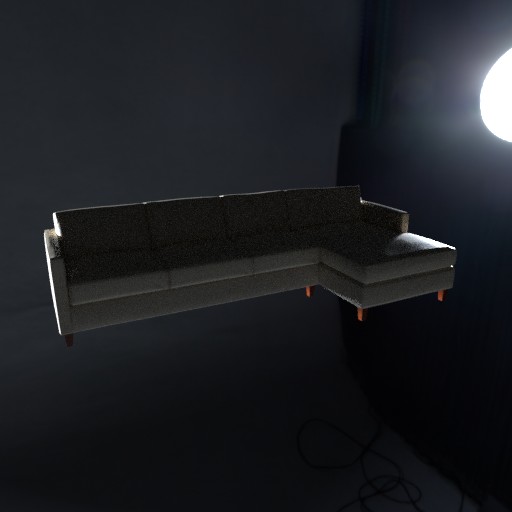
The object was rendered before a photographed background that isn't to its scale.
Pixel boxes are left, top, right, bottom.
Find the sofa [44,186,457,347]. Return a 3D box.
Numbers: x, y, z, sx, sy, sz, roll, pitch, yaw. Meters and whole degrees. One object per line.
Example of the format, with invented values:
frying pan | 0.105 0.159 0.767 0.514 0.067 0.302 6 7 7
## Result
sofa | 0.000 0.000 4.097 3.471 0.954 1.603 -9 20 -25
